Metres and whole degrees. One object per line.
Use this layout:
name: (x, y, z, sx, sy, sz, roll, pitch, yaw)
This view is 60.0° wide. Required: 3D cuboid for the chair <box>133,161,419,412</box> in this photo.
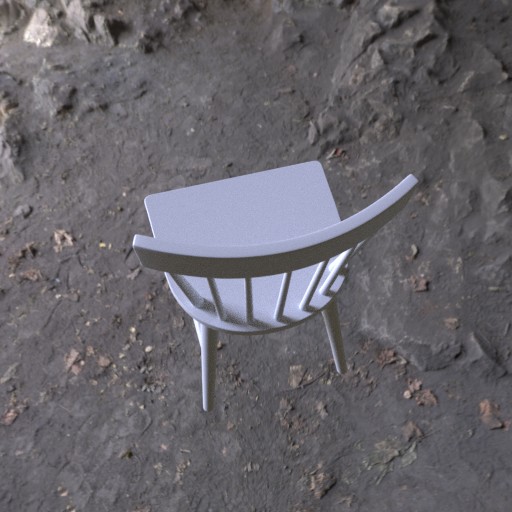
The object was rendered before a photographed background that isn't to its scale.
chair: (0.000, 0.000, 1.111, 0.483, 0.787, 0.500, -13, 60, -8)
